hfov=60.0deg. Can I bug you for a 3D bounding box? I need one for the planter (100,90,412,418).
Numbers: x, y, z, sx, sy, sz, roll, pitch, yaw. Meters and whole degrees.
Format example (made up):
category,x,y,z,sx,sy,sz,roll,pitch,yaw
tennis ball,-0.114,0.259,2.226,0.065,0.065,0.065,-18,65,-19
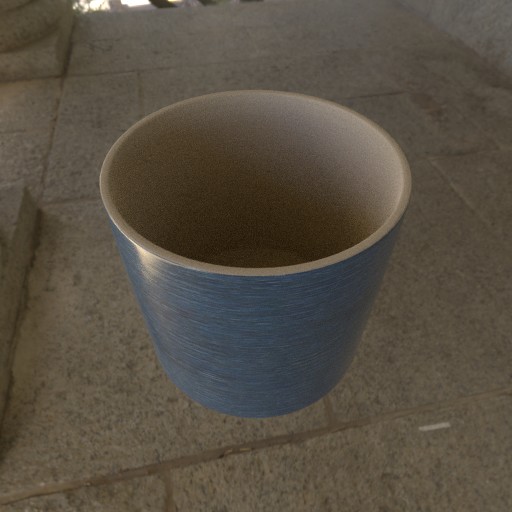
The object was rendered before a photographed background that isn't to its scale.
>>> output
category,x,y,z,sx,sy,sz,roll,pitch,yaw
planter,0.000,0.000,0.395,0.221,0.201,0.221,0,47,0
